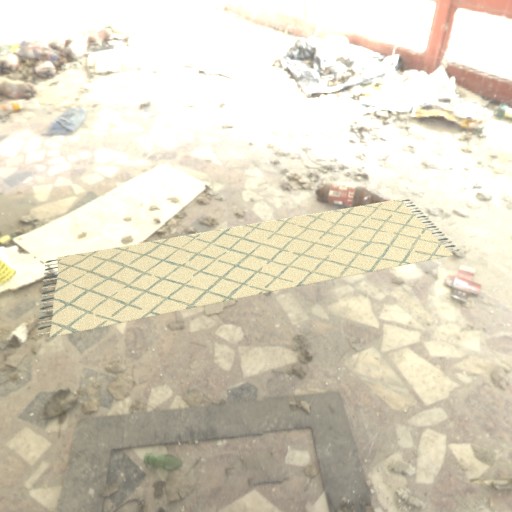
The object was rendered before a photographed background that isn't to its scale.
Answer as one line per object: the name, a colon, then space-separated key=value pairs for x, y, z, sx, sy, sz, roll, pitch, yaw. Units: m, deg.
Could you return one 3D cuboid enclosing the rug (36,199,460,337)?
rug: x=0.000 y=0.000 z=2.597 sx=2.372 sy=0.008 sz=0.620 roll=-10 pitch=42 yaw=-12
